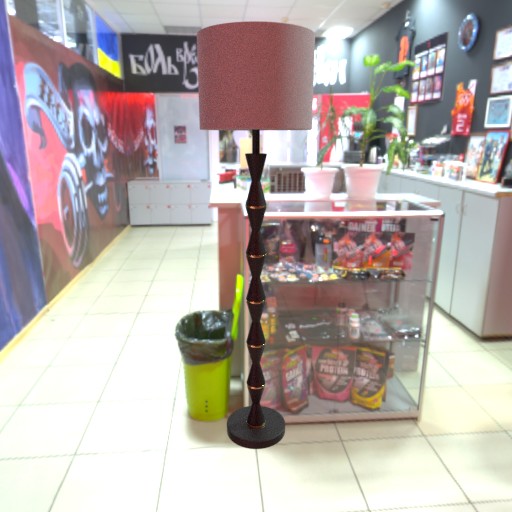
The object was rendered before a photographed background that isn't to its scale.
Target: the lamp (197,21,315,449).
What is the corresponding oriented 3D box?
[{"bbox_3d":[0.000,0.000,1.630,0.381,1.480,0.381,8,17,27],"label":"lamp"}]
